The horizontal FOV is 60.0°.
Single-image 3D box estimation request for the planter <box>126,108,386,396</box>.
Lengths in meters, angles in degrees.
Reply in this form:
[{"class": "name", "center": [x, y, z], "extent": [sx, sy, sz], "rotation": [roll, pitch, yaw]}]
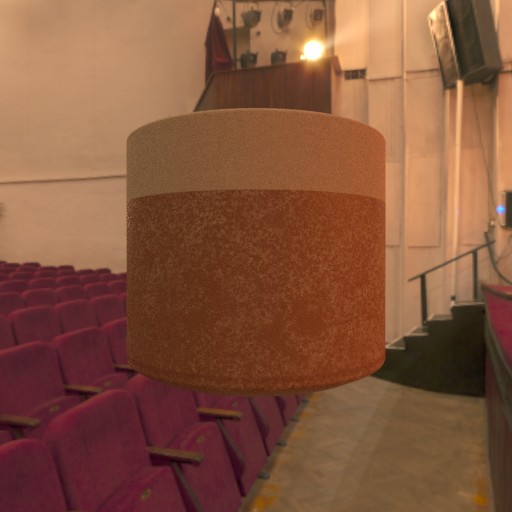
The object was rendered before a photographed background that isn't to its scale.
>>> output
[{"class": "planter", "center": [0.000, 0.000, 0.283], "extent": [0.159, 0.138, 0.159], "rotation": [0, 0, 0]}]
